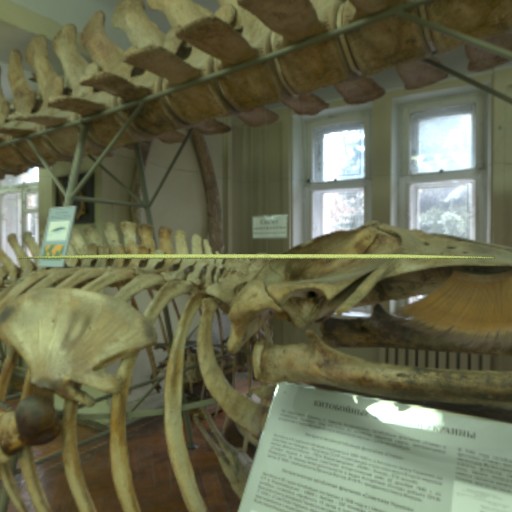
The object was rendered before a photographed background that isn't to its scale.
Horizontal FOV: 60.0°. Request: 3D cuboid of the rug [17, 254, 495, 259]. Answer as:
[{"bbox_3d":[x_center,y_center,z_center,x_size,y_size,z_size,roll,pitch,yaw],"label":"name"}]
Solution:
[{"bbox_3d":[0.000,0.000,2.880,2.297,0.007,1.529,0,1,1],"label":"rug"}]
